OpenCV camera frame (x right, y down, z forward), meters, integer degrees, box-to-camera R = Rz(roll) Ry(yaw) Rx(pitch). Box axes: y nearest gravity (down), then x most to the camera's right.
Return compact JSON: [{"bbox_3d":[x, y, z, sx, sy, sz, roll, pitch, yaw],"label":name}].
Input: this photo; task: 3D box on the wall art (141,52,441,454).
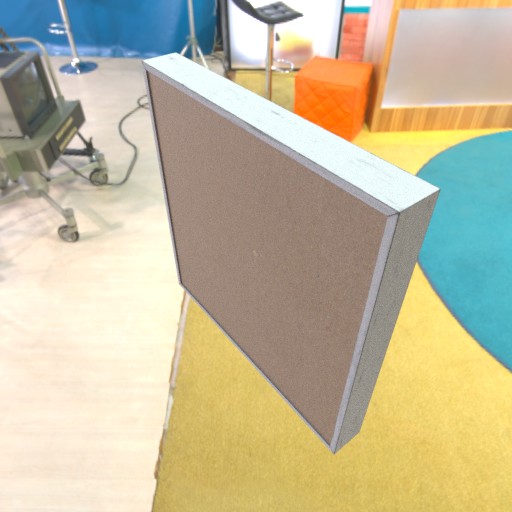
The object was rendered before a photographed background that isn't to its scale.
[{"bbox_3d":[0.000,0.000,0.444,0.038,0.305,0.305,-28,49,-27],"label":"wall art"}]
